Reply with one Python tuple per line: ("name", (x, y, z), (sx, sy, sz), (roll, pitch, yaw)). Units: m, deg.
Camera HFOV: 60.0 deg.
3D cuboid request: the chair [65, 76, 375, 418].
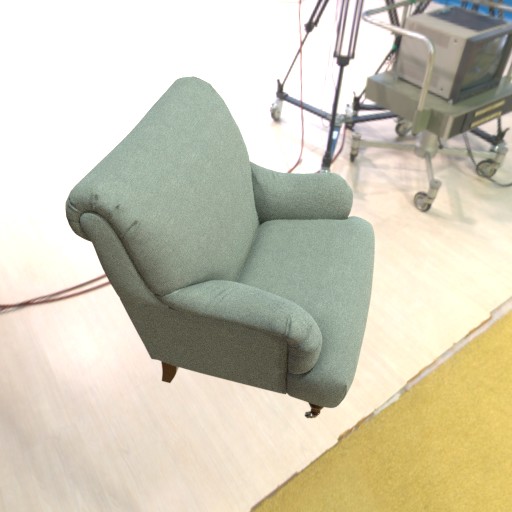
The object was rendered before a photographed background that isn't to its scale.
("chair", (0.000, 0.000, 1.977), (1.060, 1.178, 0.964), (12, 47, 11))
